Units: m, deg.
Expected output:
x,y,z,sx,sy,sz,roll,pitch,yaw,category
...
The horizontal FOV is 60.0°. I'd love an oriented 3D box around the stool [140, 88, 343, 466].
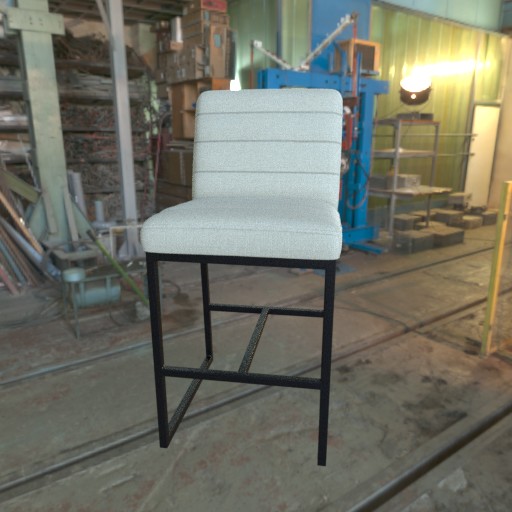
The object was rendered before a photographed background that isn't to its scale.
x,y,z,sx,sy,sz,roll,pitch,yaw,category
0.000,0.000,1.265,0.460,0.940,0.560,2,15,9,stool
